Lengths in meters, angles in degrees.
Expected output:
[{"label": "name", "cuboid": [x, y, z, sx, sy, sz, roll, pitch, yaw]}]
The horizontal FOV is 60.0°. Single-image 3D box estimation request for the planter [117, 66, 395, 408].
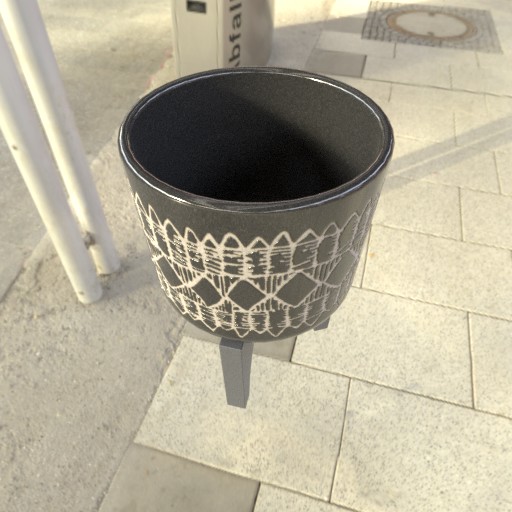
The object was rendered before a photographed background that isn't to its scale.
[{"label": "planter", "cuboid": [0.000, 0.000, 0.533, 0.251, 0.355, 0.251, 10, 47, 10]}]
